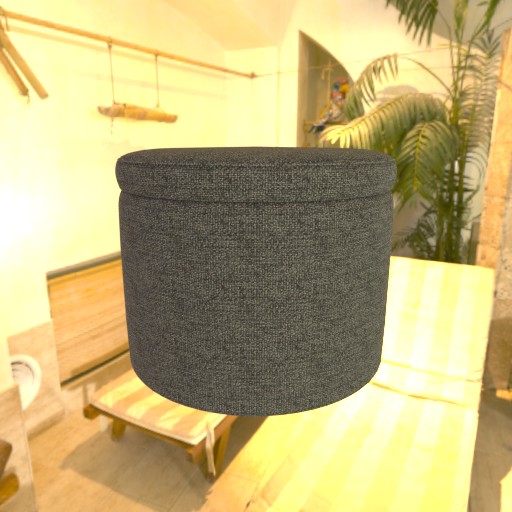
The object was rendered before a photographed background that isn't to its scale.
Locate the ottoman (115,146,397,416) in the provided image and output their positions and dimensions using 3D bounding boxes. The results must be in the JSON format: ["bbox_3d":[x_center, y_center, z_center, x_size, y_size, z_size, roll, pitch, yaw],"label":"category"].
[{"bbox_3d":[0.000,0.000,0.895,0.520,0.430,0.520,0,15,0],"label":"ottoman"}]
